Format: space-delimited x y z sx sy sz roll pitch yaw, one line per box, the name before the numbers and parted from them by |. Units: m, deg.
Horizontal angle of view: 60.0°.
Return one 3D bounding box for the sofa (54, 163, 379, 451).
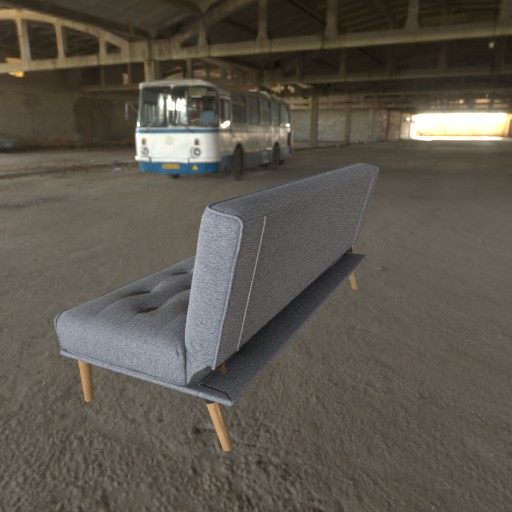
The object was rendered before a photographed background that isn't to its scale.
sofa | 0.000 0.000 2.238 0.810 0.830 1.820 8 18 25
